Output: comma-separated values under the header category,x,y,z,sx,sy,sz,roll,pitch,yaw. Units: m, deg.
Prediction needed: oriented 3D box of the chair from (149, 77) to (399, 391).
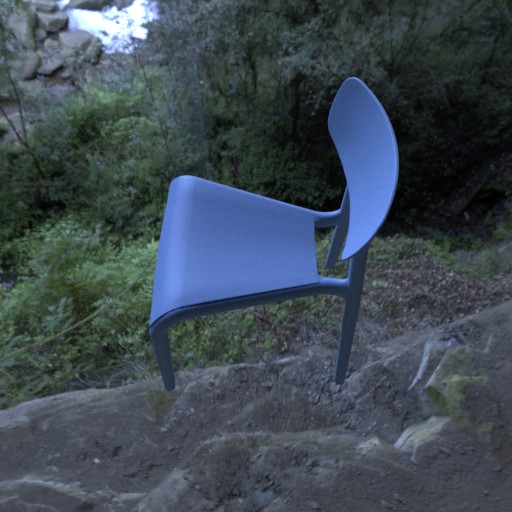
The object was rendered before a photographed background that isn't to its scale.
category,x,y,z,sx,sy,sz,roll,pitch,yaw
chair,0.000,0.000,0.823,0.401,0.580,0.356,1,59,0
